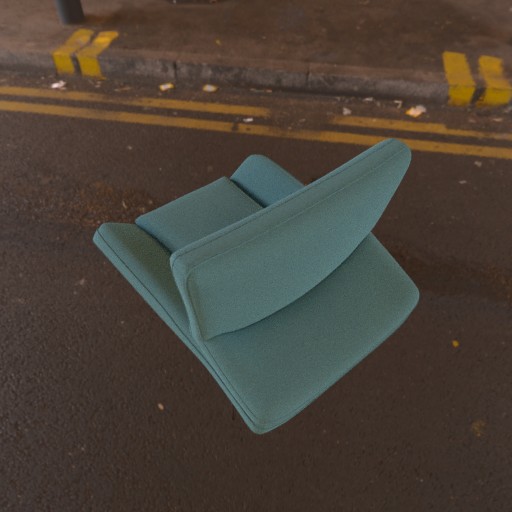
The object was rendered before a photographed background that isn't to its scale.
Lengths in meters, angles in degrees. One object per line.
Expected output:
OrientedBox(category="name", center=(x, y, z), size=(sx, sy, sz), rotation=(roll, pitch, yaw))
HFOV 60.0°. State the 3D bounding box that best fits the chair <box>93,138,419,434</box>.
OrientedBox(category="chair", center=(0.000, 0.000, 1.629), size=(0.859, 0.855, 1.008), rotation=(-31, 53, -26))
